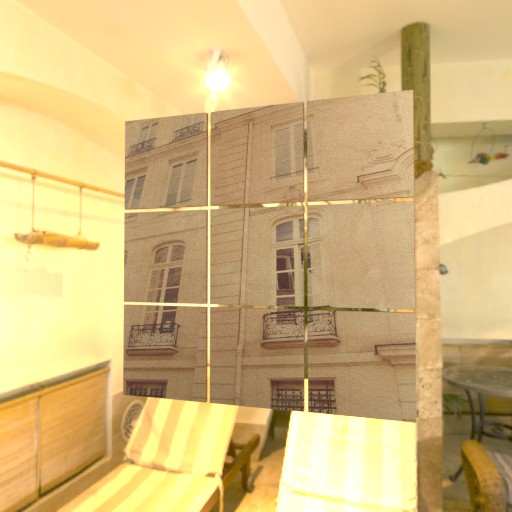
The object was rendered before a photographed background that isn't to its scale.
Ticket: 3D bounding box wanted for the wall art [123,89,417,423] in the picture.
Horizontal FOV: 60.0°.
[{"bbox_3d":[0.000,0.000,1.354,0.915,0.913,0.018,0,-1,17],"label":"wall art"}]
